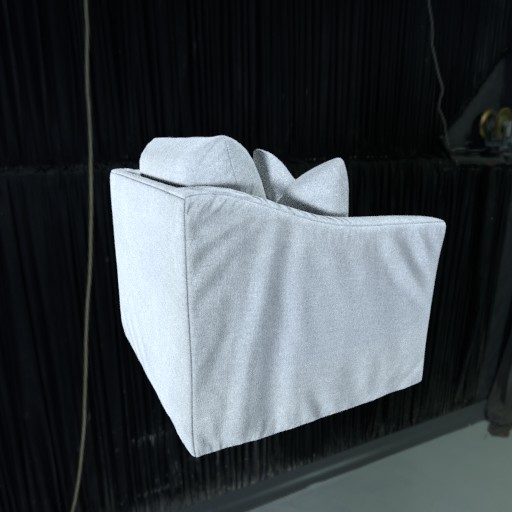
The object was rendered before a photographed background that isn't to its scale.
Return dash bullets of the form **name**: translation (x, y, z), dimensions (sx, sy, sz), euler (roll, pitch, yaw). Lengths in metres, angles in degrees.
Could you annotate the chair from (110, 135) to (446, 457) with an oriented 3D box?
- **chair**: translation (0.000, 0.000, 2.028), dimensions (1.071, 1.059, 1.194), euler (-8, 17, -26)
